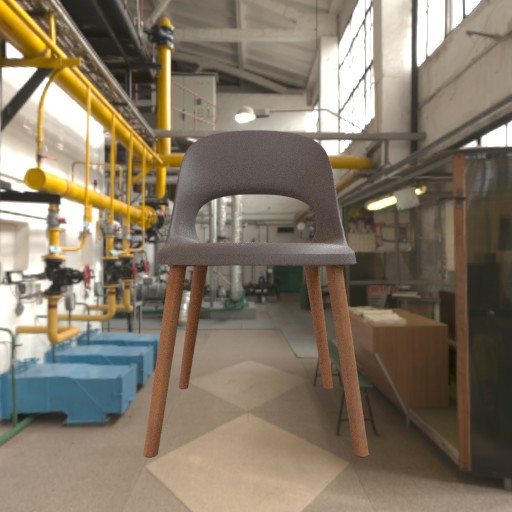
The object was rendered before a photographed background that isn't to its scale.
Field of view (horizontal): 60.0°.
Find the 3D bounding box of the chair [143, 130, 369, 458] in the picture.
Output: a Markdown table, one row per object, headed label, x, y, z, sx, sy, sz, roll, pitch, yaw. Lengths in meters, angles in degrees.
| label | x | y | z | sx | sy | sz | roll | pitch | yaw |
| --- | --- | --- | --- | --- | --- | --- | --- | --- | --- |
| chair | 0.000 | 0.000 | 1.133 | 0.470 | 0.794 | 0.556 | 0 | 0 | 0 |
